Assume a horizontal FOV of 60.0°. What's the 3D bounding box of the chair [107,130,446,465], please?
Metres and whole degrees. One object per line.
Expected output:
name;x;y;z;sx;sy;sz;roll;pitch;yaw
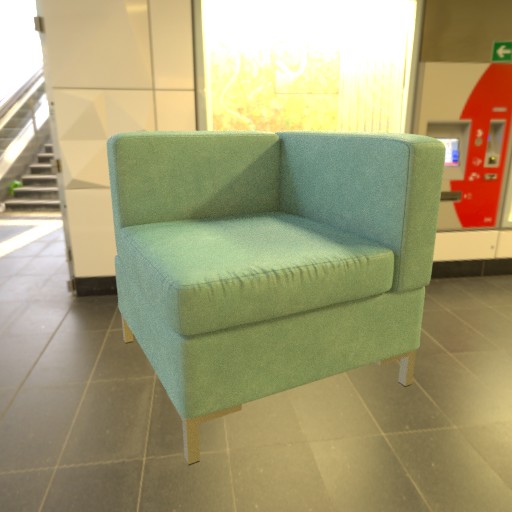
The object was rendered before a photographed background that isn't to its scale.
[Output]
chair;0.000;0.000;1.225;0.680;0.660;0.680;-9;19;-27
